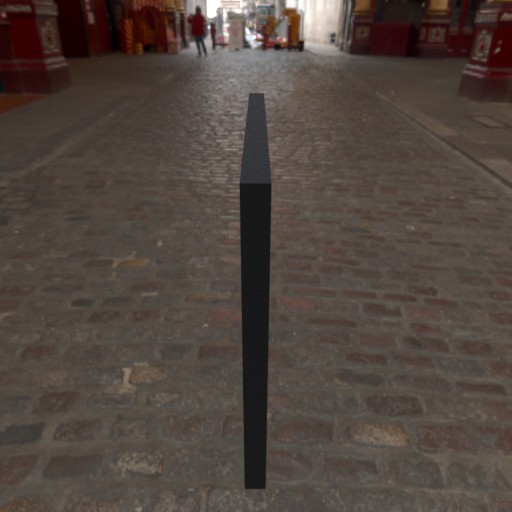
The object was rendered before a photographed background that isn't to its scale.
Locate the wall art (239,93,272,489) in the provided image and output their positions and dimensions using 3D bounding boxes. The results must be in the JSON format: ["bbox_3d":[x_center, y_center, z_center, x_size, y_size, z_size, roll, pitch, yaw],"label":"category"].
[{"bbox_3d":[0.000,0.000,0.772,0.031,0.457,0.558,0,28,0],"label":"wall art"}]
